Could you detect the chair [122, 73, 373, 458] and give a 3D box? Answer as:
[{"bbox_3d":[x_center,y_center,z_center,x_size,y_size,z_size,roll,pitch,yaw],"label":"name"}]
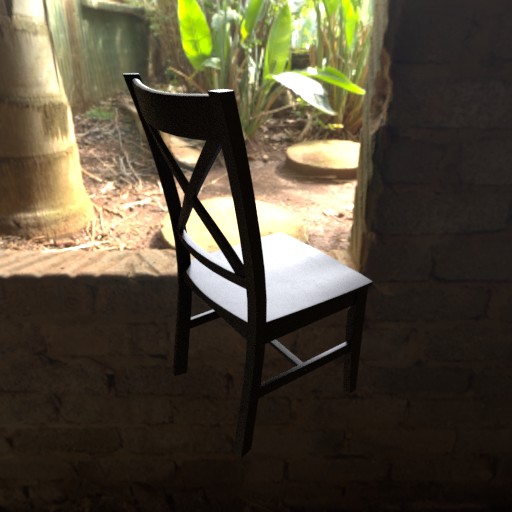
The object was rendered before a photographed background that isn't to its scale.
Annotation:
[{"bbox_3d":[0.000,0.000,1.299,0.542,0.983,0.485,-17,31,-31],"label":"chair"}]
